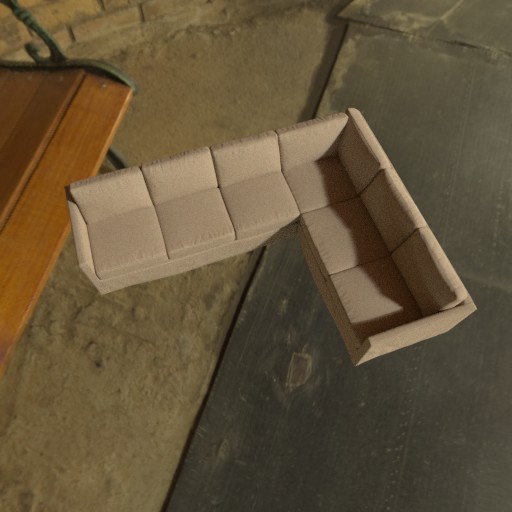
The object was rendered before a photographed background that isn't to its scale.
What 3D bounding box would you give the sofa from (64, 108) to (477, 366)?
[{"bbox_3d":[0.000,0.000,4.282,3.182,0.871,2.432,-17,65,-8],"label":"sofa"}]
